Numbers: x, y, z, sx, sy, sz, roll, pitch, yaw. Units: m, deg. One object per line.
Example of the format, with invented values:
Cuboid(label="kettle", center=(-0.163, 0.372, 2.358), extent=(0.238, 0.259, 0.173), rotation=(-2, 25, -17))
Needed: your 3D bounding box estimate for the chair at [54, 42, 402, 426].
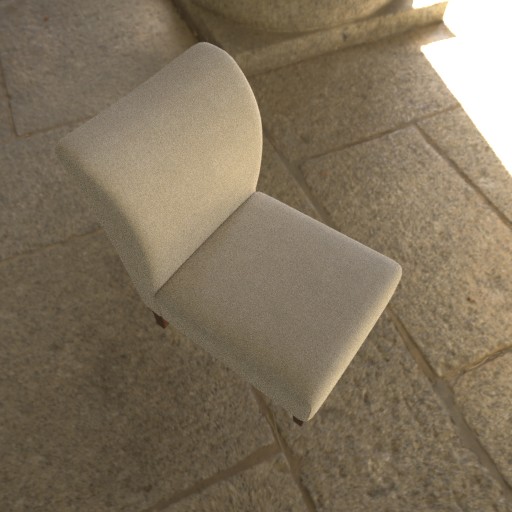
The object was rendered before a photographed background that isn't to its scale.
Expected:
Cuboid(label="chair", center=(0.000, 0.000, 1.294), extent=(0.754, 0.833, 0.521), rotation=(32, 63, 19))
